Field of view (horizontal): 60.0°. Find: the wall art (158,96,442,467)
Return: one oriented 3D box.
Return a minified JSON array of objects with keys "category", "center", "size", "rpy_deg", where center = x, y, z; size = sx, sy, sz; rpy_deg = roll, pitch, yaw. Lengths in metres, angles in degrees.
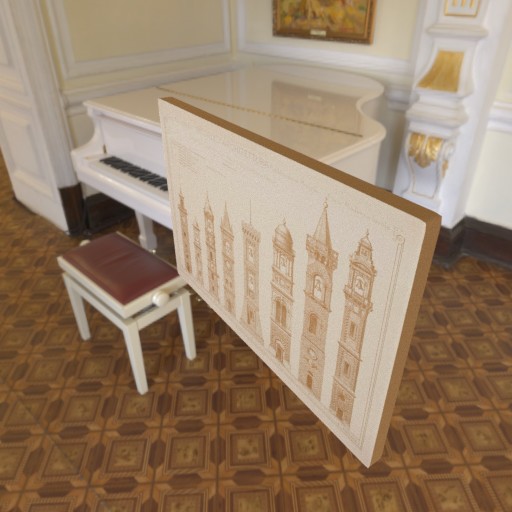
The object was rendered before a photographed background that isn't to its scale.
[{"category":"wall art","center":[0.000,0.000,0.469],"size":[0.019,0.254,0.380],"rpy_deg":[-21,38,-29]}]
